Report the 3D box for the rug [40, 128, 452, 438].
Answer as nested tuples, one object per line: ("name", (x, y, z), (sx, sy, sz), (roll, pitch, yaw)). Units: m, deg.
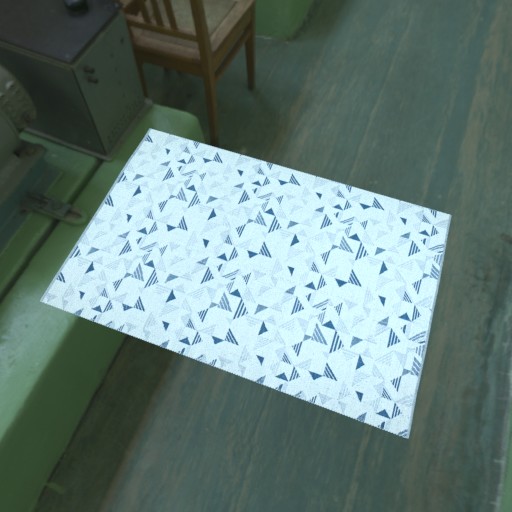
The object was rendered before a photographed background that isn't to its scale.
("rug", (0.000, 0.000, 2.297), (1.835, 0.003, 1.206), (18, 64, 9))
